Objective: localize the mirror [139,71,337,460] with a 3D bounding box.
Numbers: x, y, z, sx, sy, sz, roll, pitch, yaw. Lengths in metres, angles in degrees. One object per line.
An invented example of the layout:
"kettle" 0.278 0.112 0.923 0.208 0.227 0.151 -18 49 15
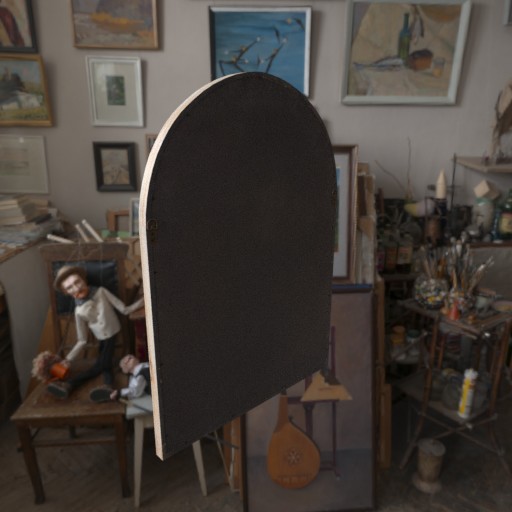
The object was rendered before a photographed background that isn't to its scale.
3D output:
"mirror" 0.000 0.000 1.194 0.660 0.920 0.032 -15 22 -41
